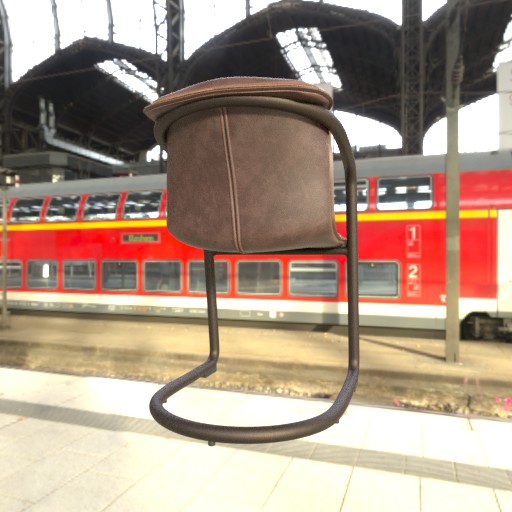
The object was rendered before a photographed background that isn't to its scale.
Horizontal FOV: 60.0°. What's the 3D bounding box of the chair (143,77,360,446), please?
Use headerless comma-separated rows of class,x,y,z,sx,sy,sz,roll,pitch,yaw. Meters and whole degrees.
chair,0.000,0.000,1.280,0.536,0.836,0.664,0,0,18
